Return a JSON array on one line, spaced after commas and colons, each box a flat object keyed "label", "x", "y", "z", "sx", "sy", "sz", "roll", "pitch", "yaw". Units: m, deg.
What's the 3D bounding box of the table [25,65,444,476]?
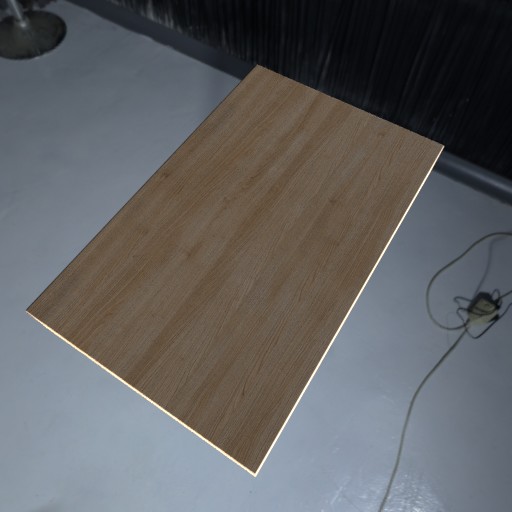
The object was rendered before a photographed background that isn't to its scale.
[{"label": "table", "x": 0.000, "y": 0.000, "z": 1.456, "sx": 0.700, "sy": 0.440, "sz": 1.100, "roll": 29, "pitch": 66, "yaw": 15}]
